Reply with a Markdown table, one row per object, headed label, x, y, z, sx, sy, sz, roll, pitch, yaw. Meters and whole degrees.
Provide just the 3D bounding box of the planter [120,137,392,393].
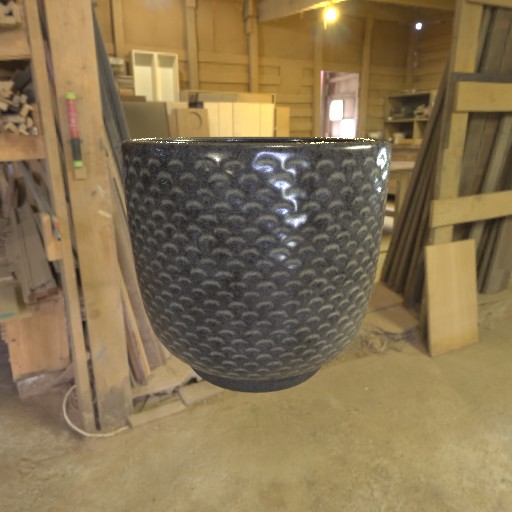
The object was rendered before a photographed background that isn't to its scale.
| label | x | y | z | sx | sy | sz | roll | pitch | yaw |
| --- | --- | --- | --- | --- | --- | --- | --- | --- | --- |
| planter | 0.000 | 0.000 | 0.253 | 0.140 | 0.129 | 0.140 | 0 | 16 | 0 |
